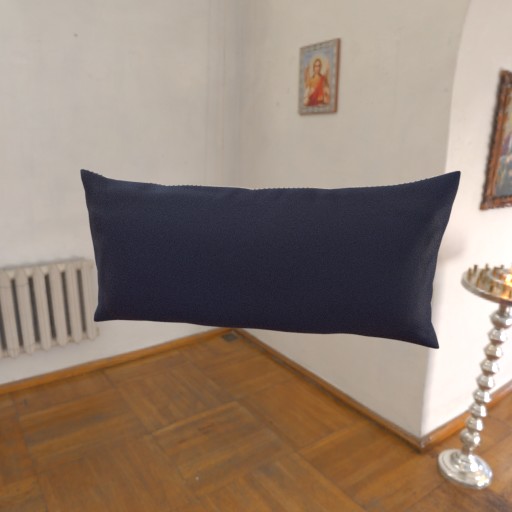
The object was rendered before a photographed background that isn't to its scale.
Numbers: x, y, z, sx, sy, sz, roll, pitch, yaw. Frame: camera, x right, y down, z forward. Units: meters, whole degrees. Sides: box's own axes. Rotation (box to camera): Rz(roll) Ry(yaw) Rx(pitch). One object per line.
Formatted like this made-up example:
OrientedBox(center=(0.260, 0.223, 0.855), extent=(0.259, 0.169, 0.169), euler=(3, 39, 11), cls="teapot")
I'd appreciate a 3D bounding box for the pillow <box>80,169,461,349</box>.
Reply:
OrientedBox(center=(0.000, 0.000, 0.738), extent=(0.610, 0.287, 0.151), euler=(2, 15, 9), cls="pillow")
